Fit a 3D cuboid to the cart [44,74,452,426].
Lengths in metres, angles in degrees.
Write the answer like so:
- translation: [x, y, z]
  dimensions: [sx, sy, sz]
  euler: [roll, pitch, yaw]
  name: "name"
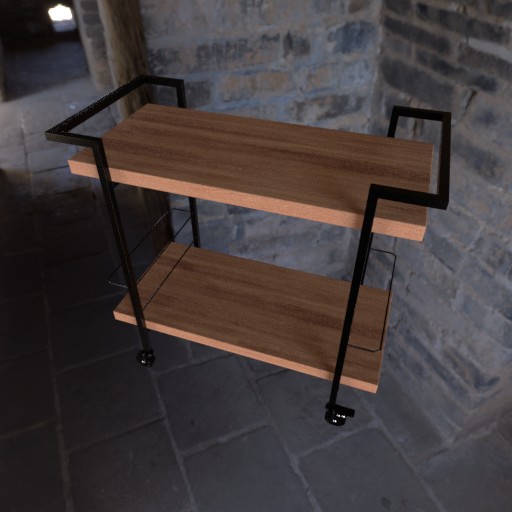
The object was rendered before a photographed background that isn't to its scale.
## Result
- translation: [0.000, 0.000, 1.213]
  dimensions: [0.806, 0.762, 0.406]
  euler: [13, 42, 15]
  name: "cart"
